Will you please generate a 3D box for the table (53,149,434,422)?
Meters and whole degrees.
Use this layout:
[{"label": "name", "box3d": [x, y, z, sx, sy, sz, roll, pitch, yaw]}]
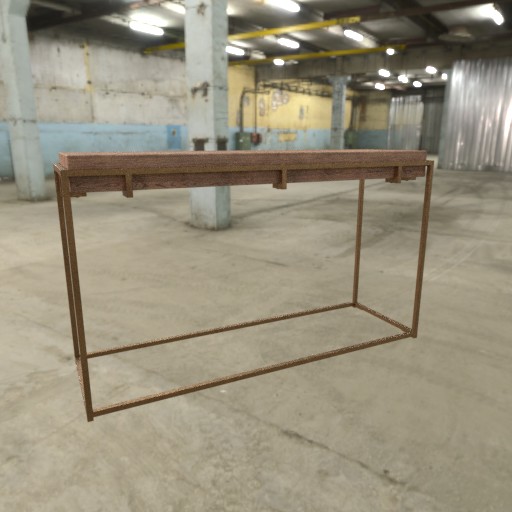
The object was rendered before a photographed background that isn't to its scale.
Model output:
[{"label": "table", "box3d": [0.000, 0.000, 1.785, 1.400, 0.820, 0.440, -7, 16, -25]}]
